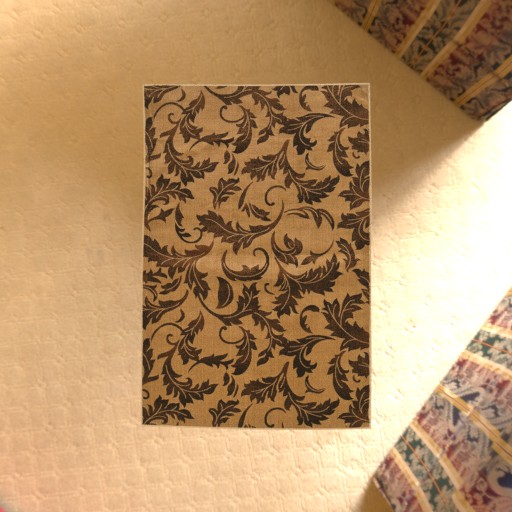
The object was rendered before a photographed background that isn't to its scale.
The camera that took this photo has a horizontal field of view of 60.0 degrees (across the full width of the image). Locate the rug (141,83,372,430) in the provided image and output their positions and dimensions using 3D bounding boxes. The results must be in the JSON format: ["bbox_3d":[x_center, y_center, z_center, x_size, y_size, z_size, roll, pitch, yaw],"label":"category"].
[{"bbox_3d":[0.000,0.000,2.927,1.522,0.008,2.284,0,89,1],"label":"rug"}]
